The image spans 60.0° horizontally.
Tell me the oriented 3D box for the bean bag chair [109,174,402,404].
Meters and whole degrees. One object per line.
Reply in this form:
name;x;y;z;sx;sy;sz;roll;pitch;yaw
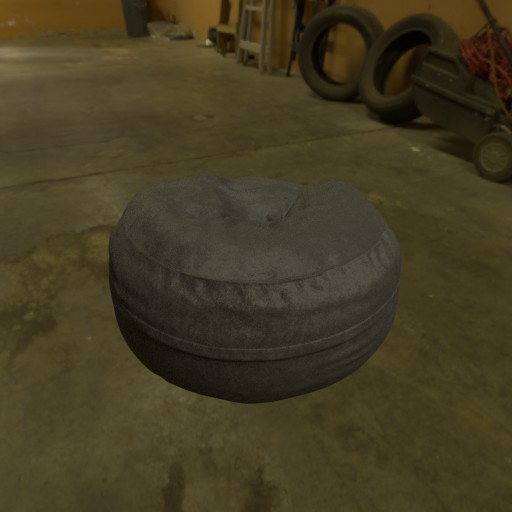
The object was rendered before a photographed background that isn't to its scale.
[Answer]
bean bag chair;0.000;0.000;2.395;1.525;0.751;1.525;0;32;0
